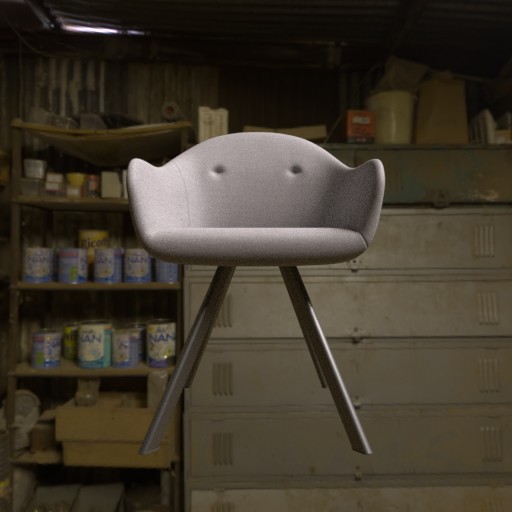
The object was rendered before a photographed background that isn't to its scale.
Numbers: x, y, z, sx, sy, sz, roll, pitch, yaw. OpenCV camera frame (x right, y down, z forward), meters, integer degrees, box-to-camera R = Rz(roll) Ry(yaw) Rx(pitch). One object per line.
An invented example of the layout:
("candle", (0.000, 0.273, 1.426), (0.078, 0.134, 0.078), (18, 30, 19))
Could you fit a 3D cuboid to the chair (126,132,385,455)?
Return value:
("chair", (0.000, 0.000, 1.153), (0.540, 0.780, 0.570), (0, 0, 0))
